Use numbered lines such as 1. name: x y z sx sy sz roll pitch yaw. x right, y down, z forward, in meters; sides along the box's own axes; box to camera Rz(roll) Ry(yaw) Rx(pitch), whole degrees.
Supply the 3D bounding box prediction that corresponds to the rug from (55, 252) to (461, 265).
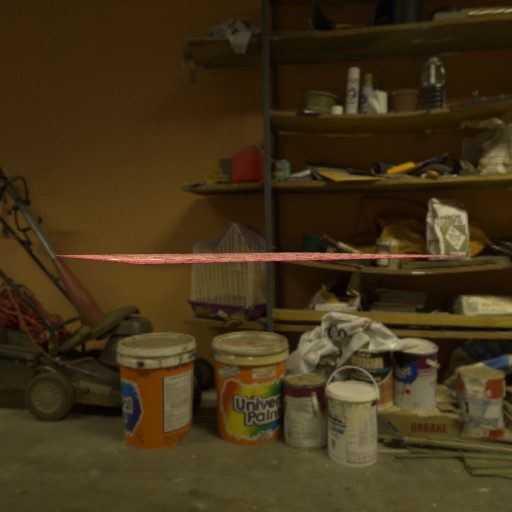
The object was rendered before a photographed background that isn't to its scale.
1. rug: 0.000 0.000 2.931 2.184 0.007 1.579 -1 2 -35
